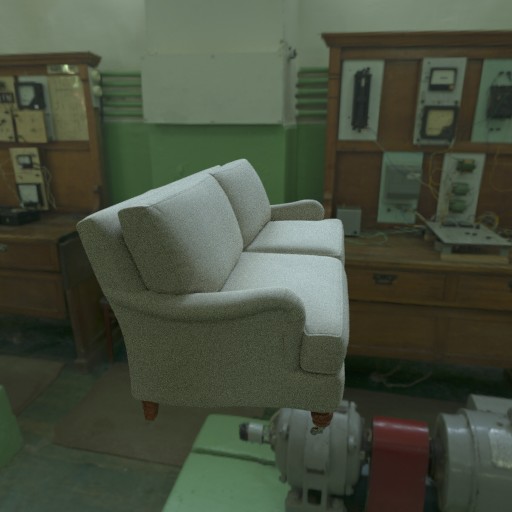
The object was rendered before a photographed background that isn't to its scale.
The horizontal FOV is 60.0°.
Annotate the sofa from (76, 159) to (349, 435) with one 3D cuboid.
[{"bbox_3d":[0.000,0.000,2.687,1.091,0.997,2.070,3,18,10],"label":"sofa"}]
